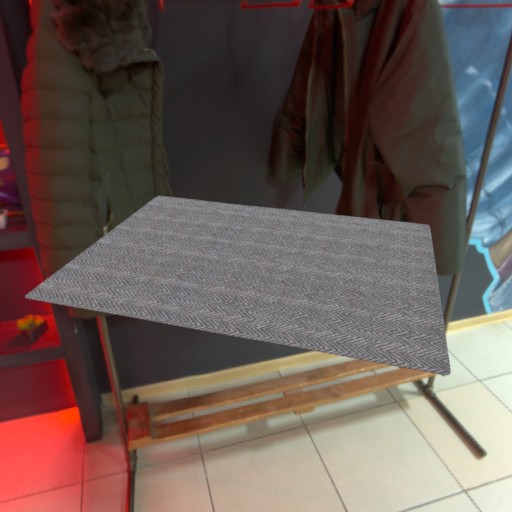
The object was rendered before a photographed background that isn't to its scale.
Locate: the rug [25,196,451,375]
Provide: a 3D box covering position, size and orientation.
[{"bbox_3d":[0.000,0.000,5.117,3.957,0.011,2.894,8,30,14],"label":"rug"}]
